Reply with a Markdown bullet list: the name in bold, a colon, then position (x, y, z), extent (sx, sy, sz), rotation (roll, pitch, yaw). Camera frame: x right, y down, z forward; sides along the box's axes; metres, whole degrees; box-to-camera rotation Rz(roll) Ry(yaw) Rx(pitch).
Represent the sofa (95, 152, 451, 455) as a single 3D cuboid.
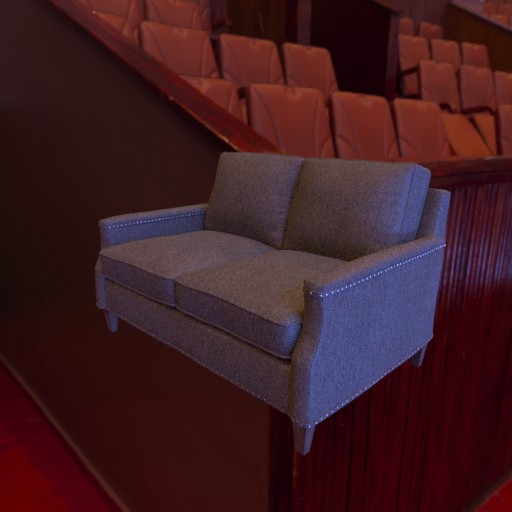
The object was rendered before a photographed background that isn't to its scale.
- **sofa**: position (0.000, 0.000, 2.301), extent (1.084, 1.003, 1.597), rotation (-15, 21, -43)
